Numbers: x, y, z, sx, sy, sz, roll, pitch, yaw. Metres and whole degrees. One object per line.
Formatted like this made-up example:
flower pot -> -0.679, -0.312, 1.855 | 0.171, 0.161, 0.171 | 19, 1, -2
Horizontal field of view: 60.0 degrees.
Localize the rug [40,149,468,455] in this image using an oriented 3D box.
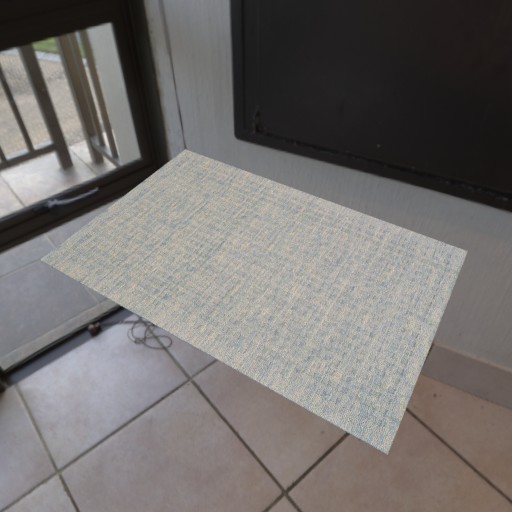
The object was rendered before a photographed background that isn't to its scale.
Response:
rug -> 0.000, 0.000, 2.168 | 1.752, 0.006, 1.142 | 24, 50, 21
